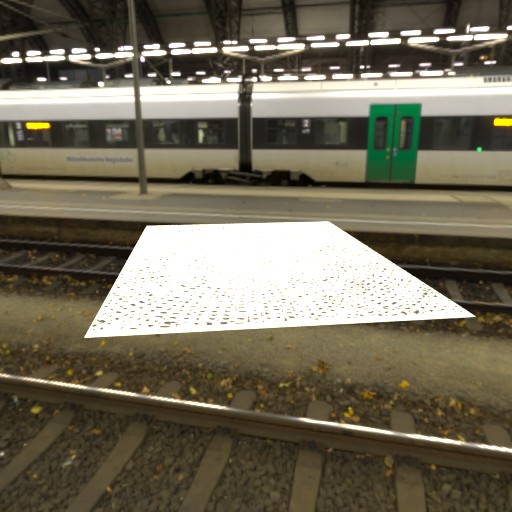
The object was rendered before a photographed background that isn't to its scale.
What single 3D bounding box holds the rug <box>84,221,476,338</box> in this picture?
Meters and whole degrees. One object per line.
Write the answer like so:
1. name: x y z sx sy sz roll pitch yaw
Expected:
1. rug: 0.000 0.000 2.111 1.190 0.003 1.634 -2 15 -7
